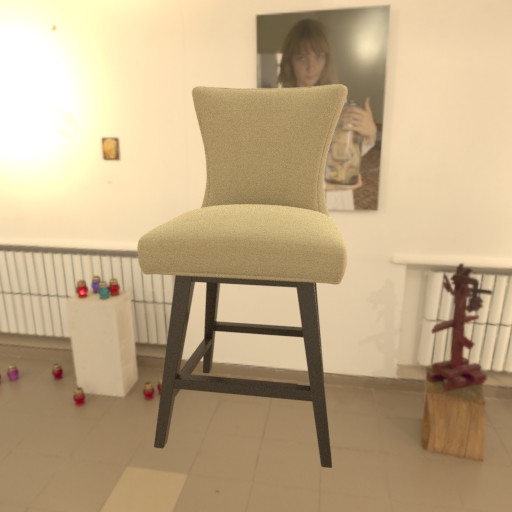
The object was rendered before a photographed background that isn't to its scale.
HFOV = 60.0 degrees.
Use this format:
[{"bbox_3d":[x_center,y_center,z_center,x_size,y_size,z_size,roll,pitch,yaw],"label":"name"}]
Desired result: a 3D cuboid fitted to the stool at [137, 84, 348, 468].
[{"bbox_3d":[0.000,0.000,1.332,0.514,1.000,0.574,3,16,9],"label":"stool"}]
